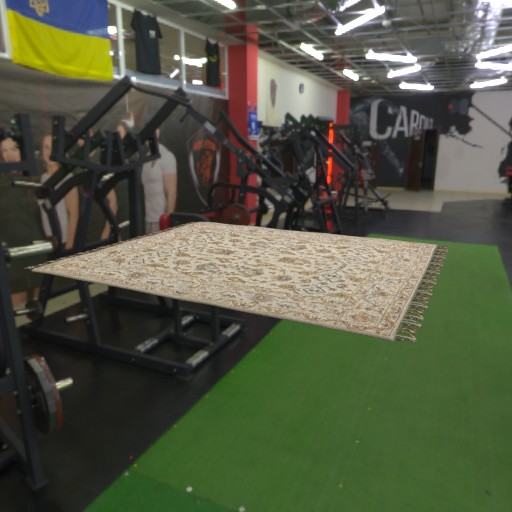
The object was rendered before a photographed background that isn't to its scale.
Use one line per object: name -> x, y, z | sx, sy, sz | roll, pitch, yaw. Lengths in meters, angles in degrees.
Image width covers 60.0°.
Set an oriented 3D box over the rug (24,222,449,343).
rug -> 0.000, 0.000, 3.989 | 3.061, 0.034, 2.426 | 7, 16, 26
